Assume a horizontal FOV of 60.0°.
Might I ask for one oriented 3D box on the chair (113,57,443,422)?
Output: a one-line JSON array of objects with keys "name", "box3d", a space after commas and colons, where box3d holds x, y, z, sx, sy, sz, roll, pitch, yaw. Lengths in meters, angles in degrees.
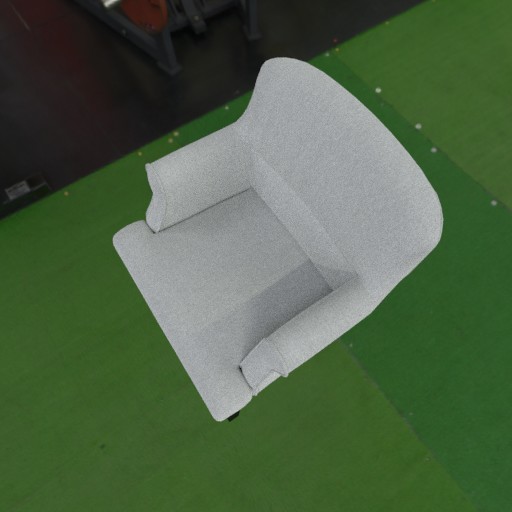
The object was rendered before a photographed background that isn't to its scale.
[{"name": "chair", "box3d": [0.000, 0.000, 1.449, 0.750, 0.875, 0.781, -31, 68, -14]}]
